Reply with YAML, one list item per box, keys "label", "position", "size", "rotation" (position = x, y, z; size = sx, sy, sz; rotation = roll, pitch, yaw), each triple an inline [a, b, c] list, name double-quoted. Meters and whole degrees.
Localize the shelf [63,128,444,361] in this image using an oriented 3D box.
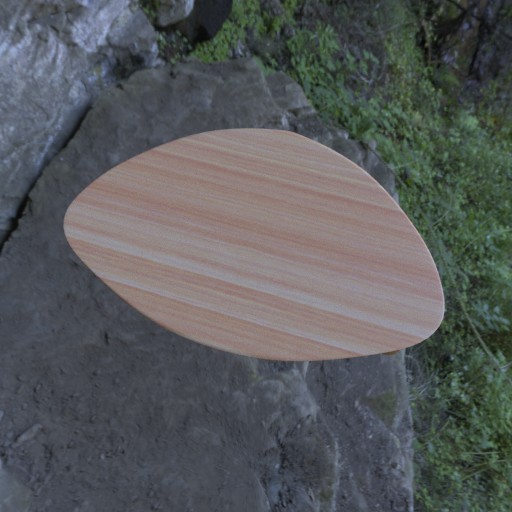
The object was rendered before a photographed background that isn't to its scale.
- label: "shelf"
  position: [0.000, 0.000, 1.648]
  size: [1.246, 0.440, 0.845]
  rotation: [15, 65, 8]
